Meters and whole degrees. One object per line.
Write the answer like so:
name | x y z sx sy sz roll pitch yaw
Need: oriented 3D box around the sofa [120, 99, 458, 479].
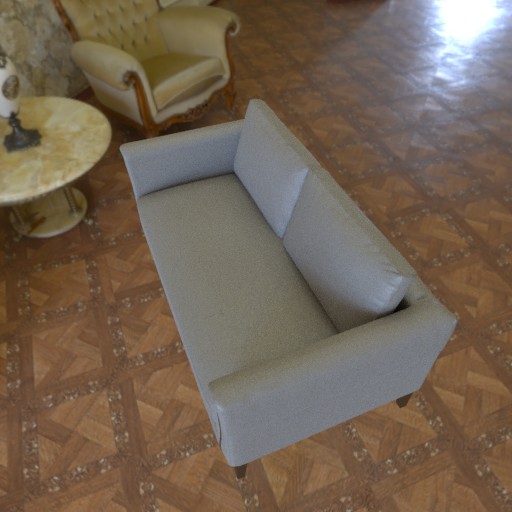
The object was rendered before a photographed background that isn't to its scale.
sofa | 0.000 0.000 2.104 0.899 0.873 1.598 -17 48 -15
